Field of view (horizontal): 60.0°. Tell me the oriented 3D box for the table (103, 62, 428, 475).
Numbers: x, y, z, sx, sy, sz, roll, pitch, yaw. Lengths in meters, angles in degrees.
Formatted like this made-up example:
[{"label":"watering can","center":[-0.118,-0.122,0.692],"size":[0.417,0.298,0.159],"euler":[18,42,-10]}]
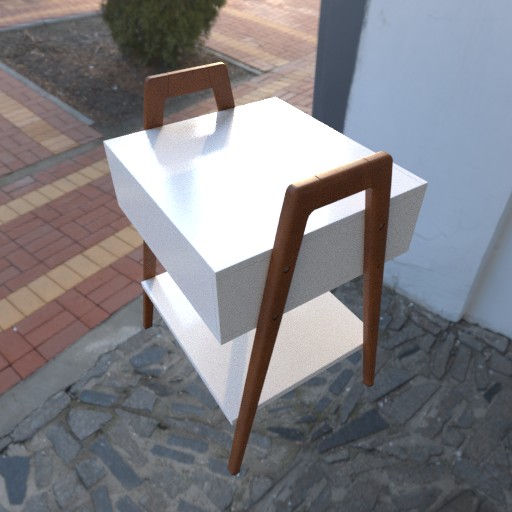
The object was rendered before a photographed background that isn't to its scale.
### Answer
[{"label":"table","center":[0.000,0.000,0.887],"size":[0.405,0.610,0.457],"euler":[-23,46,-24]}]
